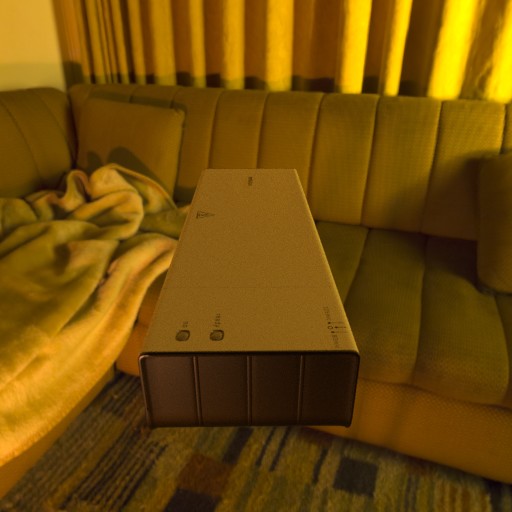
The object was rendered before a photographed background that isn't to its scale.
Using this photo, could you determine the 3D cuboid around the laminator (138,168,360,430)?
[{"bbox_3d":[0.000,0.000,0.385,0.123,0.062,0.340,0,27,-1],"label":"laminator"}]
